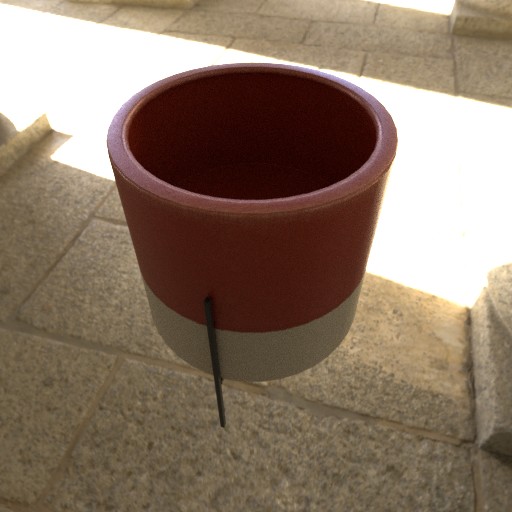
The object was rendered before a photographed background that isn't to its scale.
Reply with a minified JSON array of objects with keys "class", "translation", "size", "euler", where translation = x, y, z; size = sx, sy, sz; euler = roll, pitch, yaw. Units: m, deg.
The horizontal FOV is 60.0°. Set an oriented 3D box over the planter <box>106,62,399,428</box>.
[{"class":"planter","translation":[0.000,0.000,0.695],"size":[0.354,0.465,0.345],"euler":[-10,47,-9]}]
